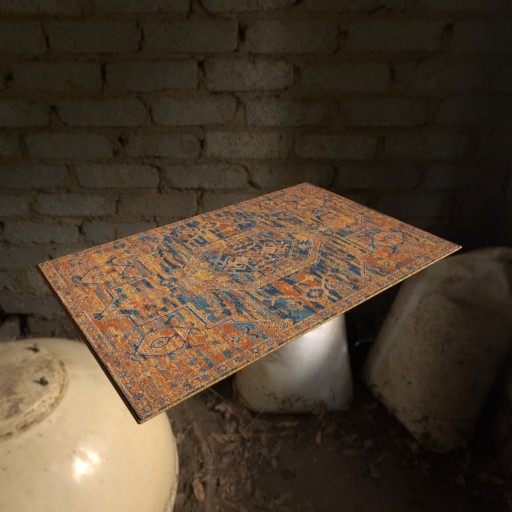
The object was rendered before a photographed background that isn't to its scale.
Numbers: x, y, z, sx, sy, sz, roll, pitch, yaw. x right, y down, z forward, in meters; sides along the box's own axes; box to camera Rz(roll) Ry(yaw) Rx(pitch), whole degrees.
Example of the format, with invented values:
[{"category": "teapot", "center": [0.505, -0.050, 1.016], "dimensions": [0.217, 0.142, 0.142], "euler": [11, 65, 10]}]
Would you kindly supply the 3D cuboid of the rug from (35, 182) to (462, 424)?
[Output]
[{"category": "rug", "center": [0.000, 0.000, 1.062], "dimensions": [0.863, 0.008, 0.557], "euler": [-21, 37, -32]}]
